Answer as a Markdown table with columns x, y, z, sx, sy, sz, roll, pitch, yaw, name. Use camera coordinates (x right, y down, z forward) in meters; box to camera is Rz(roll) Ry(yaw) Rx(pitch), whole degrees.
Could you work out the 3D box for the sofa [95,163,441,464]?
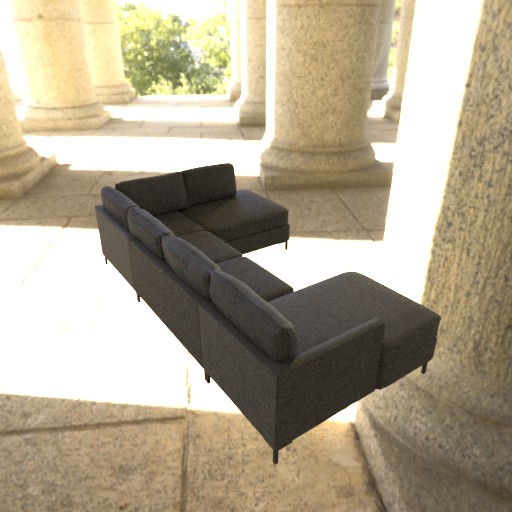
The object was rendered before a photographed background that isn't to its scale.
| x | y | z | sx | sy | sz | roll | pitch | yaw | name |
| --- | --- | --- | --- | --- | --- | --- | --- | --- | --- |
| 0.000 | 0.000 | 4.312 | 2.048 | 0.999 | 3.423 | -17 | 31 | -31 | sofa |
